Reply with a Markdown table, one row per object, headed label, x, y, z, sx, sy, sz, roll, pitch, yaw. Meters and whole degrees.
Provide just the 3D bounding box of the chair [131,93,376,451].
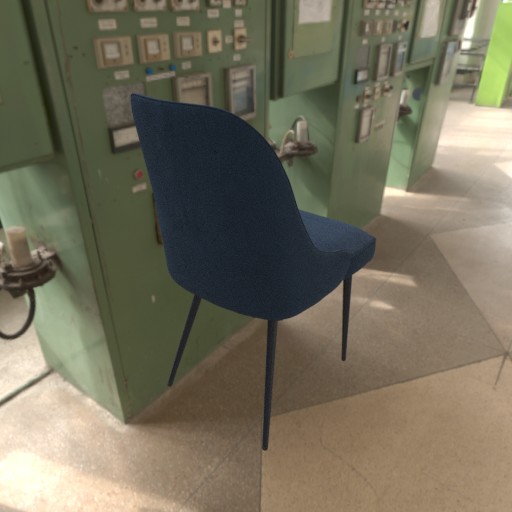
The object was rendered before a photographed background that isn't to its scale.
| label | x | y | z | sx | sy | sz | roll | pitch | yaw |
| --- | --- | --- | --- | --- | --- | --- | --- | --- | --- |
| chair | 0.000 | 0.000 | 1.205 | 0.478 | 0.896 | 0.559 | 21 | 36 | 32 |
